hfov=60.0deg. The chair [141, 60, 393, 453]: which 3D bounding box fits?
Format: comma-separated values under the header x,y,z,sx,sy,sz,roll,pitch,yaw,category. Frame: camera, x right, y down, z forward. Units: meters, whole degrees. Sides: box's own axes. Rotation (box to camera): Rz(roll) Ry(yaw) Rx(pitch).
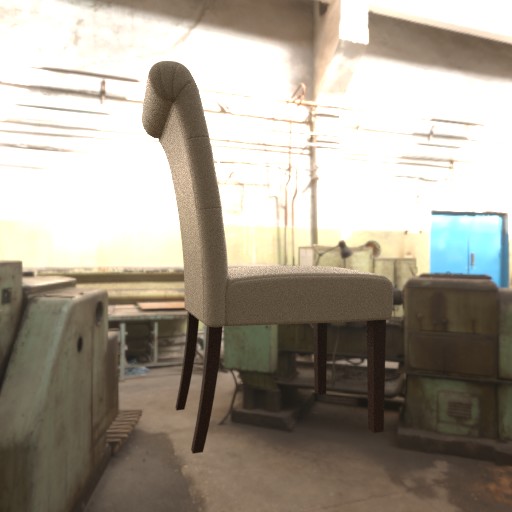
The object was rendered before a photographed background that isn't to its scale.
x,y,z,sx,sy,sz,roll,pitch,yaw,category
0.000,0.000,1.367,0.671,1.006,0.456,0,0,-17,chair
